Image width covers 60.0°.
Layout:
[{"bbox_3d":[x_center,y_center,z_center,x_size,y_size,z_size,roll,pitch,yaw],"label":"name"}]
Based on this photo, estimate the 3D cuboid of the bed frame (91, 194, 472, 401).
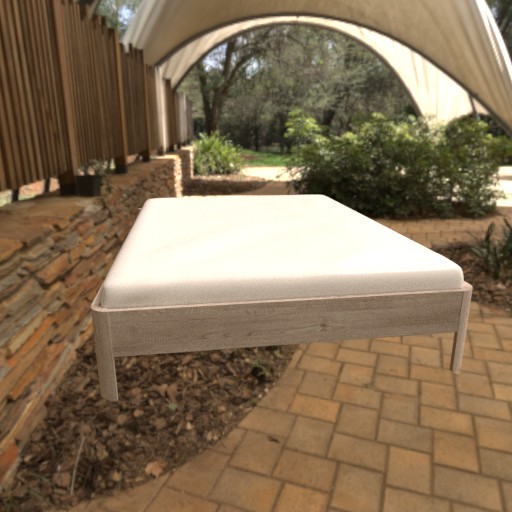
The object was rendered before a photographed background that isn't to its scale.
[{"bbox_3d":[0.000,0.000,2.550,1.490,0.462,1.950,-2,17,-8],"label":"bed frame"}]
